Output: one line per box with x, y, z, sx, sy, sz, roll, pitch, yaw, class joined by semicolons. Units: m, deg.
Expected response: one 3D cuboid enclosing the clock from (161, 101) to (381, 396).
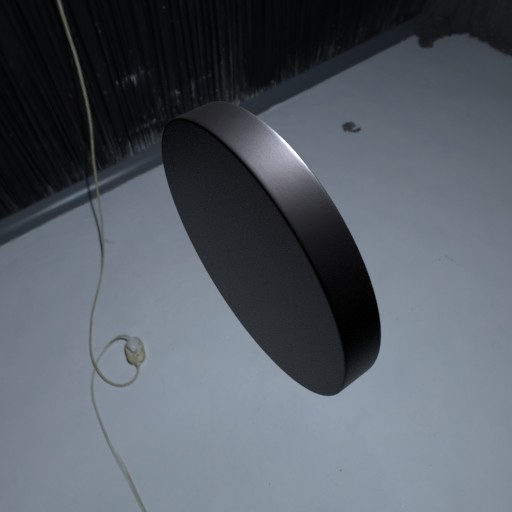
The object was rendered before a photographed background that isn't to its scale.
0.000;0.000;0.464;0.040;0.314;0.314;-31;62;-19;clock
